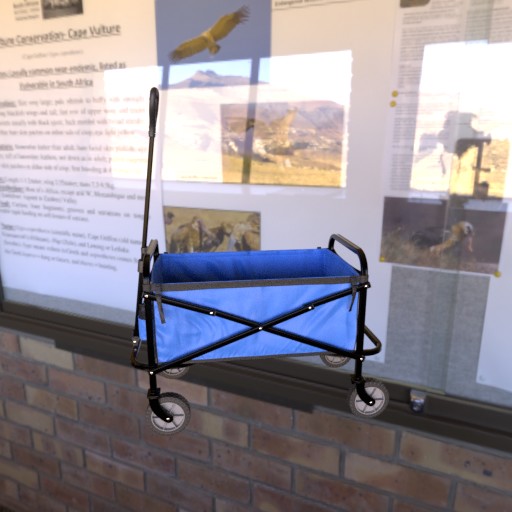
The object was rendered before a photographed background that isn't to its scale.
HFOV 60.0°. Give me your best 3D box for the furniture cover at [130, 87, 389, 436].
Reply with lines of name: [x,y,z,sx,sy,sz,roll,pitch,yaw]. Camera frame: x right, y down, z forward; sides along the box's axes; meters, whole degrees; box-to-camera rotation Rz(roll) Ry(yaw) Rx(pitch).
furniture cover: [0.000,0.000,1.826,1.038,1.295,0.532,-2,15,-8]
